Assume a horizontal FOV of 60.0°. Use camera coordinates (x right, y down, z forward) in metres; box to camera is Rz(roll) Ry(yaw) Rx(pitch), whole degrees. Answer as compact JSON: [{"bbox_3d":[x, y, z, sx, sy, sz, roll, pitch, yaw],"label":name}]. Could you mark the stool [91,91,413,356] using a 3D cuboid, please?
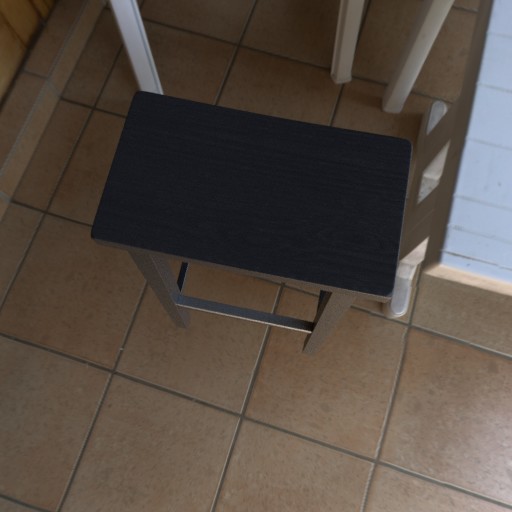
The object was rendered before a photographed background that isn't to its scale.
[{"bbox_3d":[0.000,0.000,0.962,0.406,0.742,0.322,11,76,3],"label":"stool"}]
